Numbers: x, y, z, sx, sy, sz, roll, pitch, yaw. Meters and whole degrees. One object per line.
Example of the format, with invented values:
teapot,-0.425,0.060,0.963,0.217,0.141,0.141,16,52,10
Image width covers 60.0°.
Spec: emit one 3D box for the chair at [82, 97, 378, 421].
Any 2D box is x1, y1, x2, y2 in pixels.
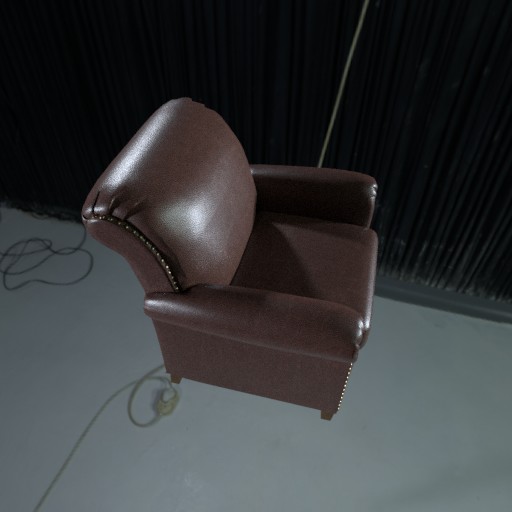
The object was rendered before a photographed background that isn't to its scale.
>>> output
chair,0.000,0.000,1.665,0.890,0.927,0.854,10,46,10
